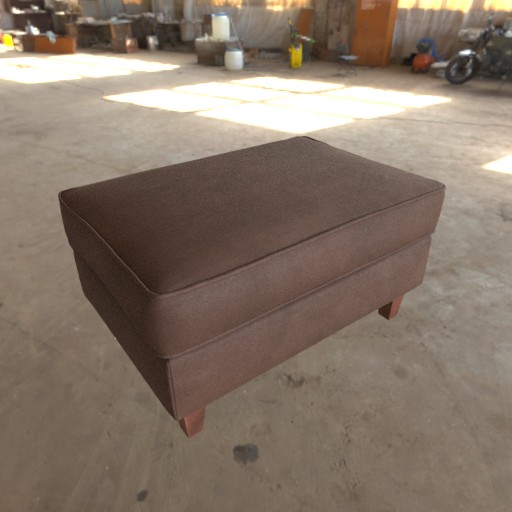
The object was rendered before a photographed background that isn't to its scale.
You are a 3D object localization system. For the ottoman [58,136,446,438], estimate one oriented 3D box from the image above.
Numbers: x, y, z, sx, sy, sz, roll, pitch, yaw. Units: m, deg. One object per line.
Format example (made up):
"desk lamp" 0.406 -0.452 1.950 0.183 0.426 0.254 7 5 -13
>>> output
"ottoman" 0.000 0.000 1.236 0.860 0.481 0.596 -21 37 -31
